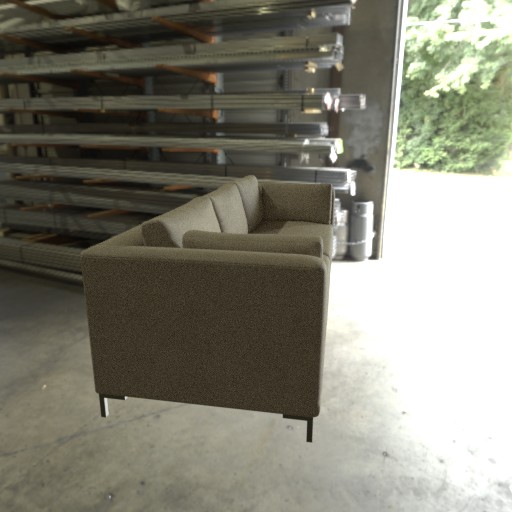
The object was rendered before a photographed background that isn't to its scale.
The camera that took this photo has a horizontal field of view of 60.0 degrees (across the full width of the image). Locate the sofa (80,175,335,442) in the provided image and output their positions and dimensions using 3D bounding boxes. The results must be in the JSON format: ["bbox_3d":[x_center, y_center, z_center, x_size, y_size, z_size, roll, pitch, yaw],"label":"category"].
[{"bbox_3d":[0.000,0.000,2.880,0.969,0.867,2.415,3,16,10],"label":"sofa"}]
